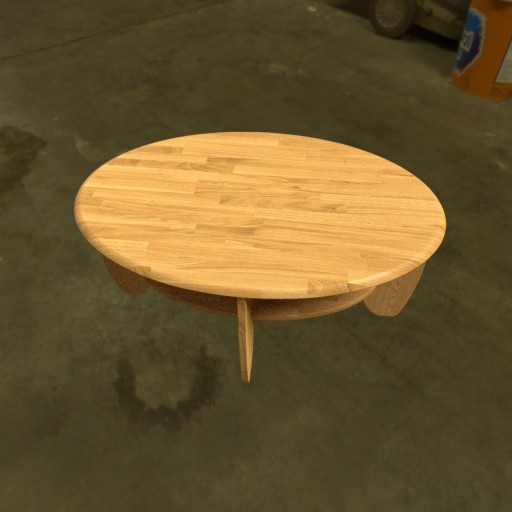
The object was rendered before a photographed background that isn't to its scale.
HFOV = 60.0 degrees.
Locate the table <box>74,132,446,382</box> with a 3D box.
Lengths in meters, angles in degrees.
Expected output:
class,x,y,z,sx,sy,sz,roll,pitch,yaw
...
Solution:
class,x,y,z,sx,sy,sz,roll,pitch,yaw
table,0.000,0.000,1.418,1.040,0.490,0.690,5,47,4
